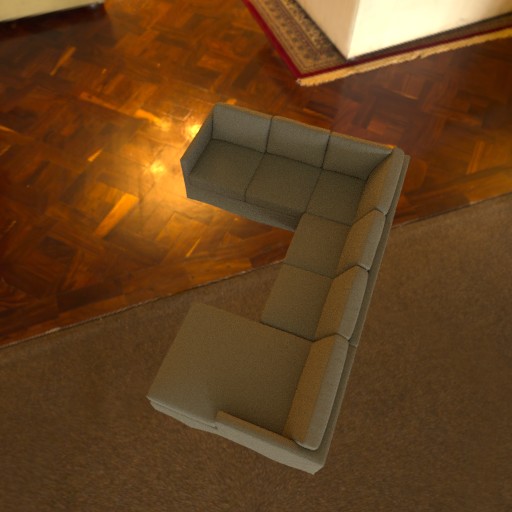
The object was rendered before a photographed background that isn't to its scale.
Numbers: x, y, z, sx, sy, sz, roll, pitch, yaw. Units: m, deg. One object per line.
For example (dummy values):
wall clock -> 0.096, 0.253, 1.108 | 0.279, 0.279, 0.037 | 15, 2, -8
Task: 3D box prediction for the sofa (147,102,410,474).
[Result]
sofa -> 0.000, 0.000, 4.621 | 2.427, 0.882, 3.460 | 18, 61, 11
